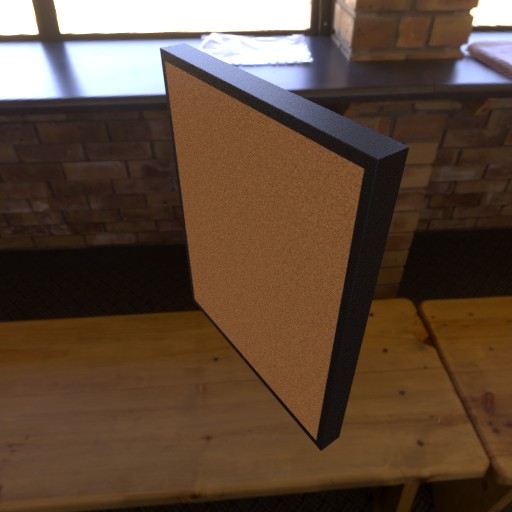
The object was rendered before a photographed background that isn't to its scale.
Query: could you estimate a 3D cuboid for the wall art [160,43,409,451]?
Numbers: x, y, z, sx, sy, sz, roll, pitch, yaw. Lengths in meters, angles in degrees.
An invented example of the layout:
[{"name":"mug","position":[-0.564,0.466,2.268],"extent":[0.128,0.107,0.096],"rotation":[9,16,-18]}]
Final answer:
[{"name":"wall art","position":[0.000,0.000,0.486],"extent":[0.030,0.369,0.294],"rotation":[-25,46,-27]}]
